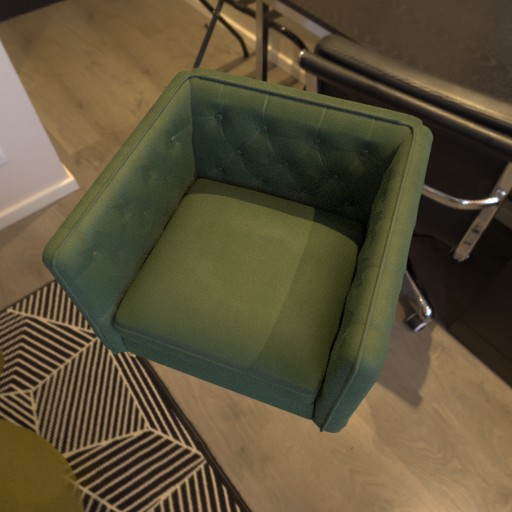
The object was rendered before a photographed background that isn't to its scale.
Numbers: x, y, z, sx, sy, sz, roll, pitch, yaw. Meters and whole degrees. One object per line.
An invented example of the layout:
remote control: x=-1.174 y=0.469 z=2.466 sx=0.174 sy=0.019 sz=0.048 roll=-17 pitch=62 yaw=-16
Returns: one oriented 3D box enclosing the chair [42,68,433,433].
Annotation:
chair: x=0.000 y=0.000 z=1.532 sx=0.917 sy=0.768 sz=0.855 roll=17 pitch=58 yaw=11
